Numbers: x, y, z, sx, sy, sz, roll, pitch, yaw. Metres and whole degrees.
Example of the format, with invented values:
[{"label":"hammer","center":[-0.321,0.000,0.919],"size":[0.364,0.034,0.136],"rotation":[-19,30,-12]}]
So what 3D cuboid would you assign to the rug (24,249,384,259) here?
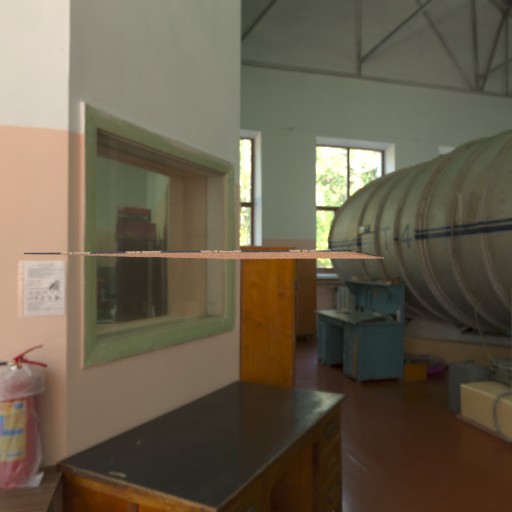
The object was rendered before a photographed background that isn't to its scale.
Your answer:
[{"label":"rug","center":[0.000,0.000,2.205],"size":[1.153,0.010,1.755],"rotation":[0,-1,19]}]
